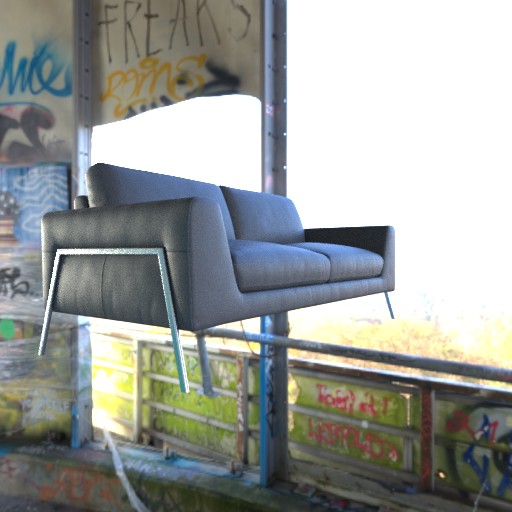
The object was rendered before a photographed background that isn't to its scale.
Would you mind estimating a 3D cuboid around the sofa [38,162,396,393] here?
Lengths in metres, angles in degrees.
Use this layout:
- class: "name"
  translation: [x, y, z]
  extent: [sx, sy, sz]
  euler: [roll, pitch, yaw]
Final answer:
- class: "sofa"
  translation: [0.000, 0.000, 2.511]
  extent: [0.953, 0.875, 2.017]
  euler: [0, 0, 36]
